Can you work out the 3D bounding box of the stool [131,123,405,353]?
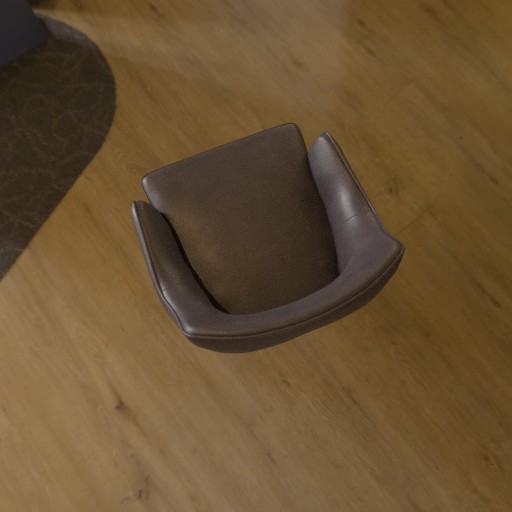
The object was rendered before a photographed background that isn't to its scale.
[{"bbox_3d":[0.000,0.000,1.330,0.550,1.041,0.560,-21,77,-5],"label":"stool"}]
